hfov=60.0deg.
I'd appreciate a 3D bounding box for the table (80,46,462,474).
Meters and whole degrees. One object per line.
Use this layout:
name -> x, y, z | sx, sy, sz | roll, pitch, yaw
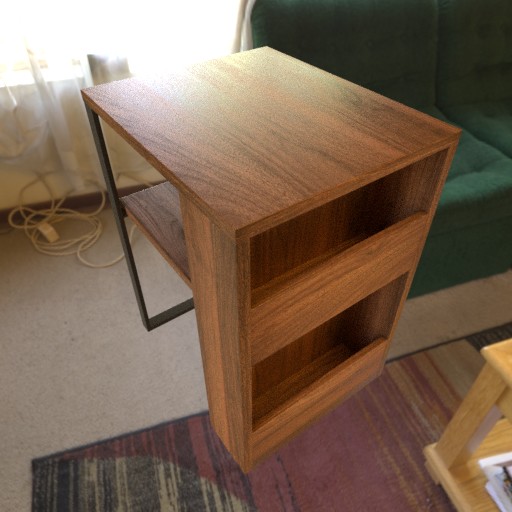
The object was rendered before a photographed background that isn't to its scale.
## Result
table -> 0.000, 0.000, 1.507 | 0.660, 1.041, 0.786 | -26, 48, -26
